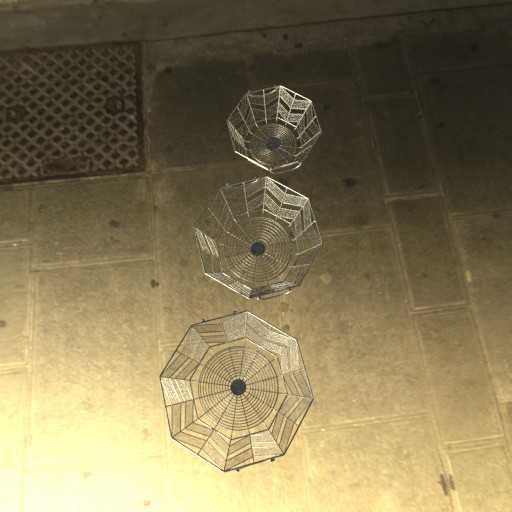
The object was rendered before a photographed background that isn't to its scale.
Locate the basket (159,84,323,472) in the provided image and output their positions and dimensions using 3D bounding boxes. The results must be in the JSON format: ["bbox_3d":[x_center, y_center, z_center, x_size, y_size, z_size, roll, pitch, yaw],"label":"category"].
[{"bbox_3d":[0.000,0.000,1.419,0.432,0.178,1.246,7,74,2],"label":"basket"}]
